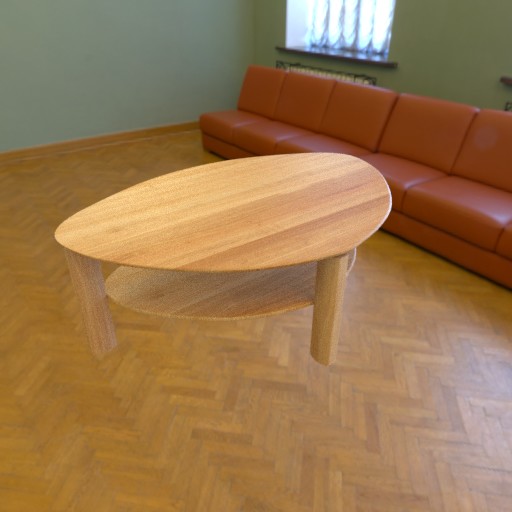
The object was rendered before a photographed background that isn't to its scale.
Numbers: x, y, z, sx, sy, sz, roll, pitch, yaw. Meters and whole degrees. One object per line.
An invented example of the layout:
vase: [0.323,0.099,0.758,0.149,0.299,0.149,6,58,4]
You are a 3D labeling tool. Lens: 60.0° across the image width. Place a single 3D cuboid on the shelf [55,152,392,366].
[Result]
shelf: [0.000,0.000,1.614,1.246,0.440,0.845,-21,36,-32]
